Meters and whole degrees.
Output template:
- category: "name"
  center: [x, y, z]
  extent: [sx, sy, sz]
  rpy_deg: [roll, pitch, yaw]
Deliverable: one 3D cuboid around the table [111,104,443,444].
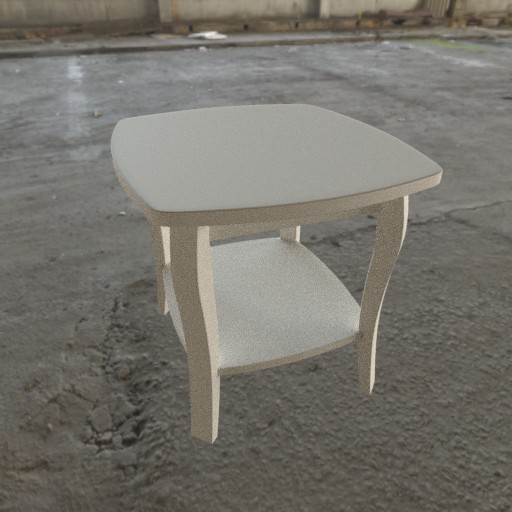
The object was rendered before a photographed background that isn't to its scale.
- category: "table"
  center: [0.000, 0.000, 0.832]
  extent: [0.451, 0.438, 0.502]
  rpy_deg: [-11, 33, -17]
